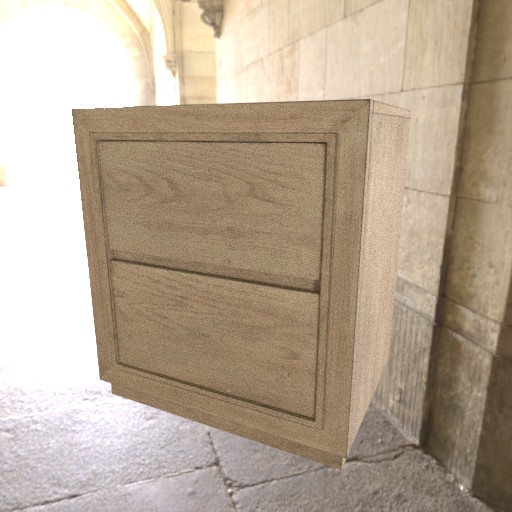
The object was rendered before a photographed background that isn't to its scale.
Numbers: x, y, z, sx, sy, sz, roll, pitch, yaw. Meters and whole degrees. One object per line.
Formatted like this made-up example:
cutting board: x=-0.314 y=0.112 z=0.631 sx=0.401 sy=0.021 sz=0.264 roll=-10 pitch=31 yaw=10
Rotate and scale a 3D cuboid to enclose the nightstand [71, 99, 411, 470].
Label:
nightstand: x=0.000 y=0.000 z=1.074 sx=0.612 sy=0.673 sz=0.483 roll=8 pitch=17 yaw=25
